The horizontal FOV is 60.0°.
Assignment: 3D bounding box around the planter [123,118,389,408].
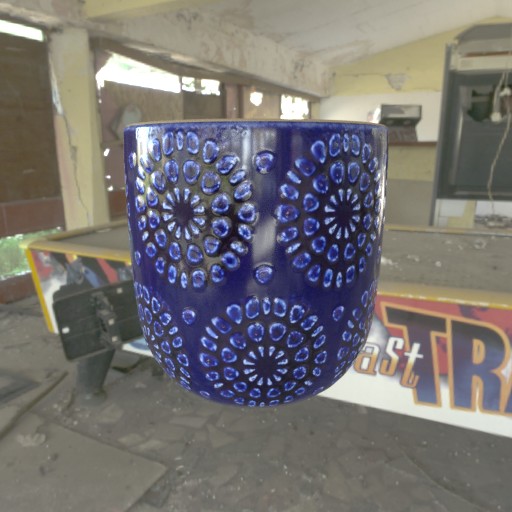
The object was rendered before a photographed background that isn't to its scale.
[{"bbox_3d":[0.000,0.000,0.200,0.109,0.112,0.109,0,13,0],"label":"planter"}]
